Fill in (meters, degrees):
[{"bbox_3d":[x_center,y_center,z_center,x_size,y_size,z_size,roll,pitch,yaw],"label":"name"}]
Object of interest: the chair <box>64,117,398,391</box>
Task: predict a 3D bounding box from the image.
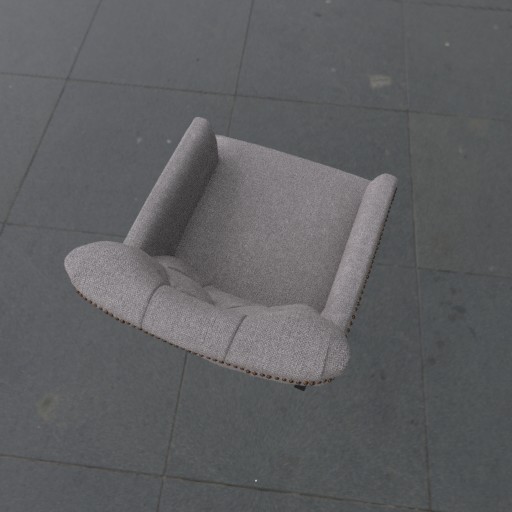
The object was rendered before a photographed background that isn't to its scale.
[{"bbox_3d":[0.000,0.000,1.505,0.737,0.823,0.902,19,65,10],"label":"chair"}]
